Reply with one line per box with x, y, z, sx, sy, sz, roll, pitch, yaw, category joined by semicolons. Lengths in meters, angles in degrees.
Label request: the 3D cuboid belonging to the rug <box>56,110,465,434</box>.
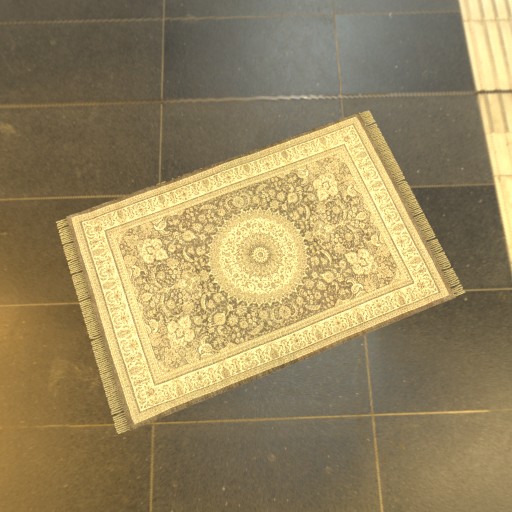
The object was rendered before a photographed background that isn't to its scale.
0.000;0.000;4.284;3.422;0.015;2.143;-21;76;-6;rug
